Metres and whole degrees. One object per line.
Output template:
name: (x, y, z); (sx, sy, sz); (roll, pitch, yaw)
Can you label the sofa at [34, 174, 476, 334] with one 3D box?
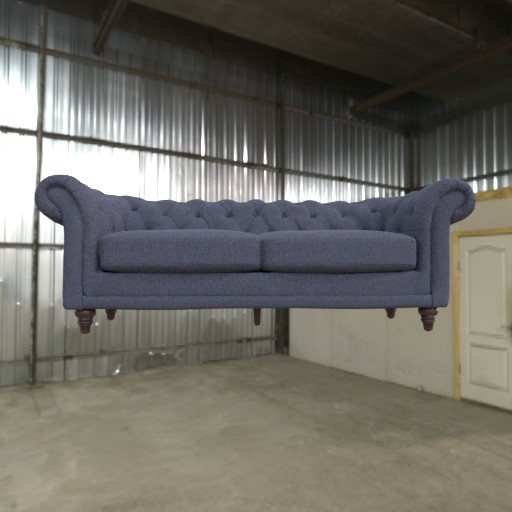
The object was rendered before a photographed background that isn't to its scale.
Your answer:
sofa: (0.000, 0.000, 2.786); (2.335, 0.836, 1.046); (0, -1, -3)
